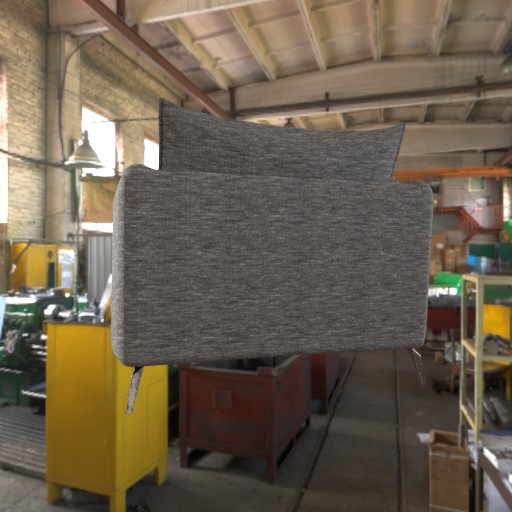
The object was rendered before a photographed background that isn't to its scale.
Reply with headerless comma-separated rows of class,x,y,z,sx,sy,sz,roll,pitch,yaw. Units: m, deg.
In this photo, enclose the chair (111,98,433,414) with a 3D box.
chair,0.000,0.000,1.637,1.004,0.842,0.805,0,-1,-16
